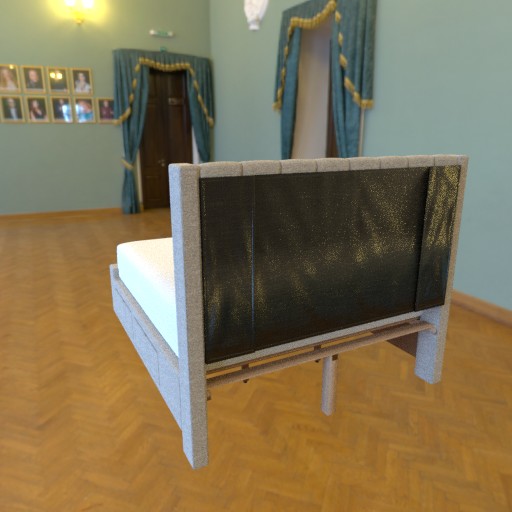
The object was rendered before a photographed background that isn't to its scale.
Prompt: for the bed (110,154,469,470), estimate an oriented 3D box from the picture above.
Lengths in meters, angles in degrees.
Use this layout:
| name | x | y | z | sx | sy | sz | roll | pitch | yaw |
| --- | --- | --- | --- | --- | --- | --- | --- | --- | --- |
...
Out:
| name | x | y | z | sx | sy | sz | roll | pitch | yaw |
| --- | --- | --- | --- | --- | --- | --- | --- | --- | --- |
| bed | 0.000 | 0.000 | 3.774 | 2.044 | 1.748 | 2.372 | -8 | 18 | -27 |
